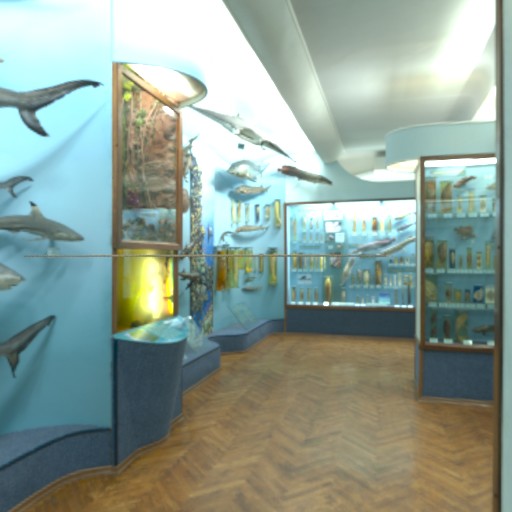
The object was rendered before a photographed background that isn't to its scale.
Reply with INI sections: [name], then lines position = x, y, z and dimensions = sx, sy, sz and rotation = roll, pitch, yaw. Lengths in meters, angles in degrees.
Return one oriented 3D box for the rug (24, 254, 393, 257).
[rug]
position = 0.000, 0.000, 4.183
dimensions = 2.438, 0.014, 3.048
rotation = 0, 0, 18
